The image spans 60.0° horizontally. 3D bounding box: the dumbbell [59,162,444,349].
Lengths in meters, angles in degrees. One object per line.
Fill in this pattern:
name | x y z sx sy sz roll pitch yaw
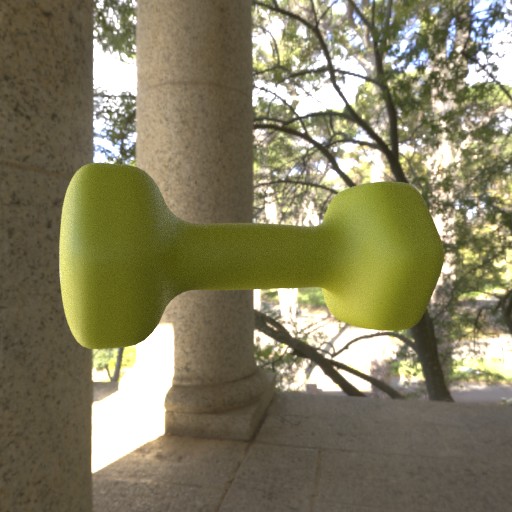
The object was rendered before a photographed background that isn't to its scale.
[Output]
dumbbell | 0.000 0.000 0.204 0.164 0.072 0.080 0 0 -18
